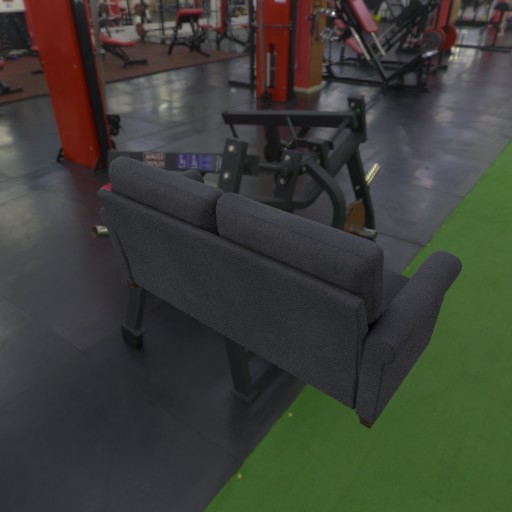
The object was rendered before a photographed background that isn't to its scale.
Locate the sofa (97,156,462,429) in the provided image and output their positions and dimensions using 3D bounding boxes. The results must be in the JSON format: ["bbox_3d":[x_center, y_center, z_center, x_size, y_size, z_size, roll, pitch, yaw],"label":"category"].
[{"bbox_3d":[0.000,0.000,2.477,1.935,0.942,0.842,23,39,32],"label":"sofa"}]
